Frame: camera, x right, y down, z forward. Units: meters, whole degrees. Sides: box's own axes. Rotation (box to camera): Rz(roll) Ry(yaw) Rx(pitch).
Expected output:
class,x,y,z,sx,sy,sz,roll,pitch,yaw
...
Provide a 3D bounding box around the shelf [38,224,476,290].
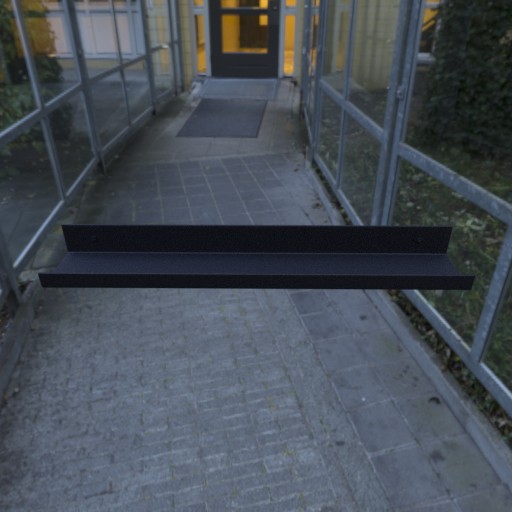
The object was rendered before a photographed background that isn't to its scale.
class,x,y,z,sx,sy,sz,roll,pitch,yaw
shelf,0.000,0.000,0.655,0.605,0.053,0.102,0,31,0
